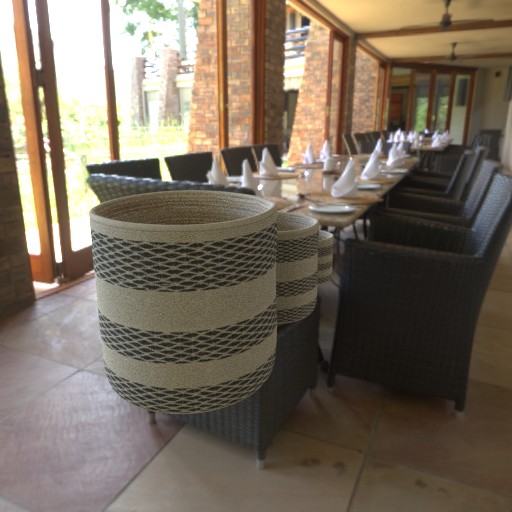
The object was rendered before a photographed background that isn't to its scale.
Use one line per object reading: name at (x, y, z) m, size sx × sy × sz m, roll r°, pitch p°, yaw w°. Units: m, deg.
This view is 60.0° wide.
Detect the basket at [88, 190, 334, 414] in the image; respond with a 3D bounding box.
basket at (0.000, 0.000, 1.126) m, size 0.351 × 0.356 × 0.917 m, roll 8°, pitch 18°, yaw 27°
